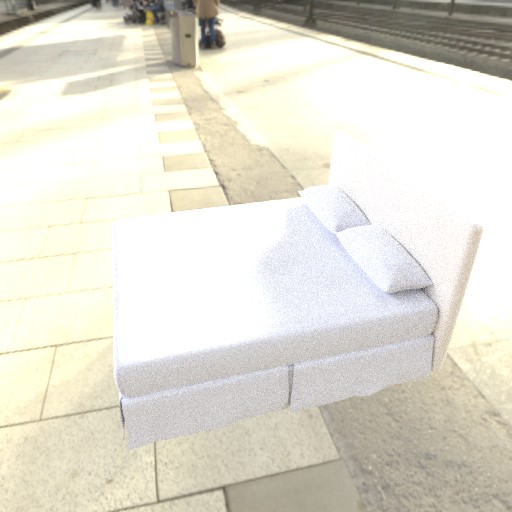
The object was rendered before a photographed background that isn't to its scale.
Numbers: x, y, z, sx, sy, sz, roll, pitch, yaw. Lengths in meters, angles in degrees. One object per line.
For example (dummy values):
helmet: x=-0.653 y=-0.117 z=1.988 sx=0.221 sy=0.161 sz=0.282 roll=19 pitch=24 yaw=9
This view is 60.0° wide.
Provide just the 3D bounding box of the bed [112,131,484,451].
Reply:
bed: x=0.000 y=0.000 z=3.572 sx=2.341 sy=1.317 sz=2.119 roll=-8 pitch=33 yaw=-13
